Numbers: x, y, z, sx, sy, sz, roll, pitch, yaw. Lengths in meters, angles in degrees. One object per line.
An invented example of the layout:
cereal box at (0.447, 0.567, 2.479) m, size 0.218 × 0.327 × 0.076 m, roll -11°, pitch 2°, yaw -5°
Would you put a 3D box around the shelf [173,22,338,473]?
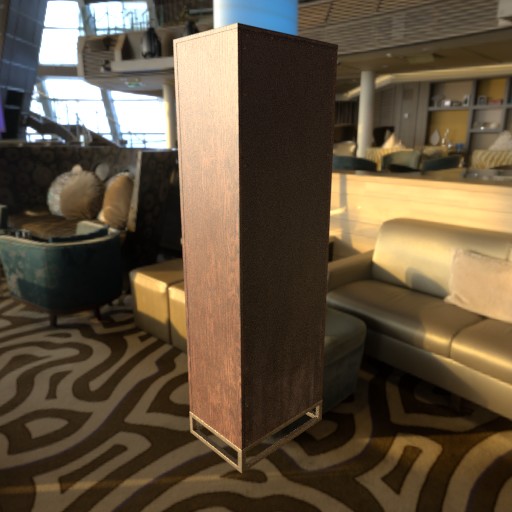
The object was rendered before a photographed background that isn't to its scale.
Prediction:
shelf at (0.000, 0.000, 1.964) m, size 0.539 × 1.732 × 0.395 m, roll -14°, pitch 21°, yaw -41°
